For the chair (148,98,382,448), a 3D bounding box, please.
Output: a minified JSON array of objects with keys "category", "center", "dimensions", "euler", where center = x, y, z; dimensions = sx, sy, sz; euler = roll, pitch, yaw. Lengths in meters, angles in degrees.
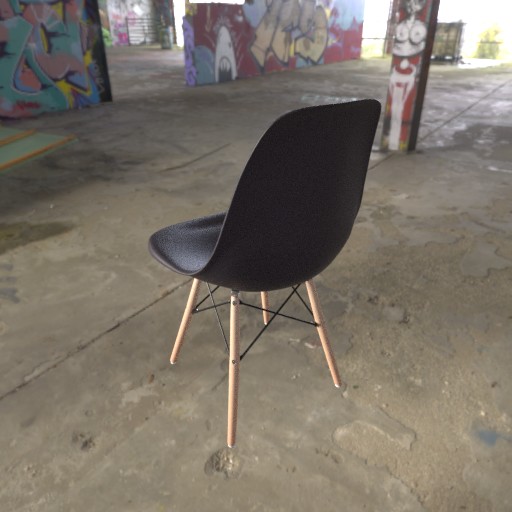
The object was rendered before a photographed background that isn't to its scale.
[{"category":"chair","center":[0.000,0.000,1.129],"dimensions":[0.470,0.825,0.533],"euler":[-18,34,-29]}]
